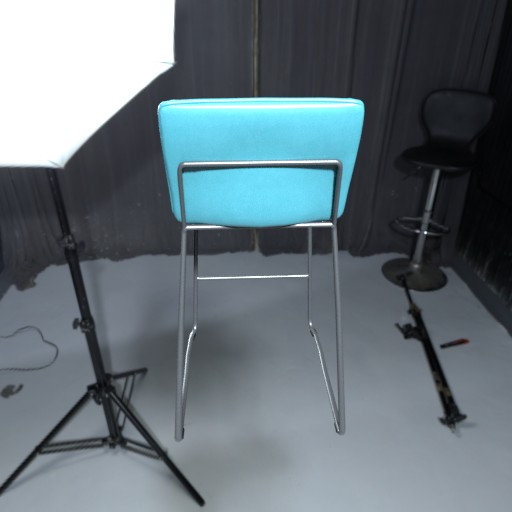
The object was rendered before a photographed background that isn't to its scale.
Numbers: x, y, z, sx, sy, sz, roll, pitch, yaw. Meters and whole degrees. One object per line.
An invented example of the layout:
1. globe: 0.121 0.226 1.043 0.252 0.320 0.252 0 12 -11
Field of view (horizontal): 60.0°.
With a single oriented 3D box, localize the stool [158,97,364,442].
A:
1. stool: 0.000 0.000 1.251 0.489 0.936 0.524 -1 30 -2
